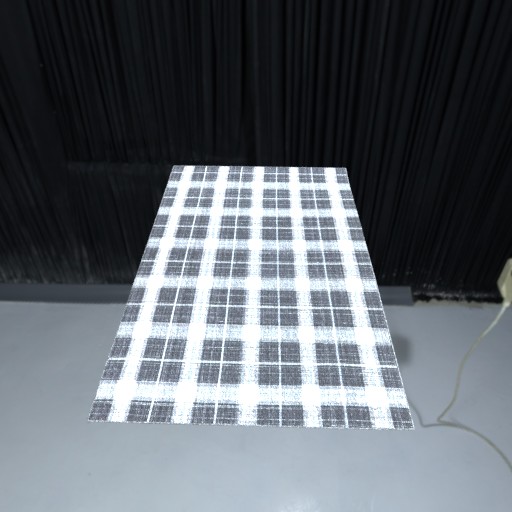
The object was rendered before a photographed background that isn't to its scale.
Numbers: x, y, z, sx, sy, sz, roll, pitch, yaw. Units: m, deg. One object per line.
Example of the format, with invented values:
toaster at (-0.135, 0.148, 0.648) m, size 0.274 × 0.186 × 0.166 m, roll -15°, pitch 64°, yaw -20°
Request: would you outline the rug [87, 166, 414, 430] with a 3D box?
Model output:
rug at (0.000, 0.000, 2.969) m, size 1.520 × 0.015 × 2.434 m, roll 1°, pitch 40°, yaw 1°
